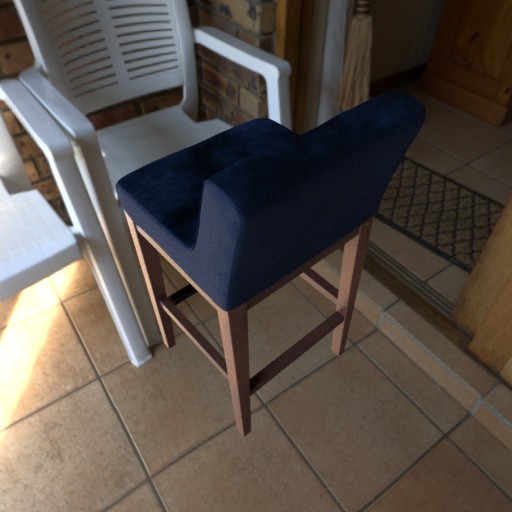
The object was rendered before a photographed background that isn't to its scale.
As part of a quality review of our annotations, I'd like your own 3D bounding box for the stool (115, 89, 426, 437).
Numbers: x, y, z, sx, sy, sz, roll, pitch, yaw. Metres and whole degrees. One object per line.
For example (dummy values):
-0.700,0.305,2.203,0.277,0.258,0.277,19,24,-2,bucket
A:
0.000,0.000,1.232,0.511,0.945,0.516,-32,53,-27,stool
